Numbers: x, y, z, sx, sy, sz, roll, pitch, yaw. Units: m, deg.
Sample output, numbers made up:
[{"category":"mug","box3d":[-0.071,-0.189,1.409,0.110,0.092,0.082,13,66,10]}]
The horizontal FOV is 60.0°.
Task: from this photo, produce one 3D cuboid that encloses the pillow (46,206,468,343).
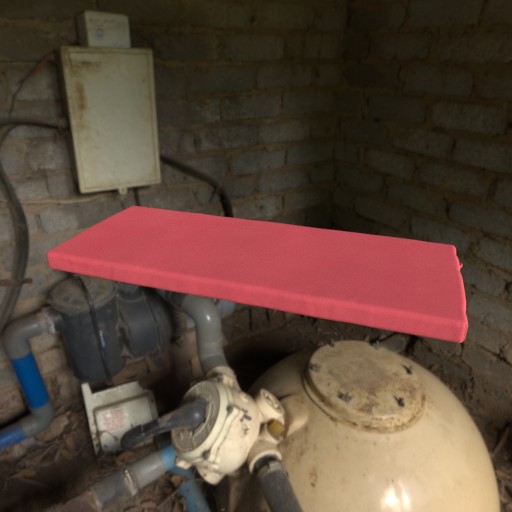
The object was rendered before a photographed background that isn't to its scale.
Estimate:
[{"category":"pillow","box3d":[0.000,0.000,1.344,1.187,0.081,0.492,8,26,17]}]
